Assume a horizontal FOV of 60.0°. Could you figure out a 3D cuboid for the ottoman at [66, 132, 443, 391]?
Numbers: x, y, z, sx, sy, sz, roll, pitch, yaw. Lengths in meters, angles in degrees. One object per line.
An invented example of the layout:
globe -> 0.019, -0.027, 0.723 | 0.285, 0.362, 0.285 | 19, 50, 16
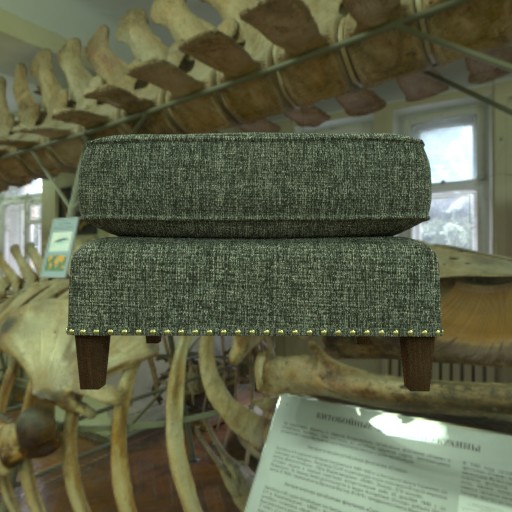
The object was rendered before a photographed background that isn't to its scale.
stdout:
ottoman -> 0.000, 0.000, 1.132 | 0.738, 0.537, 0.589 | 0, -1, 1
